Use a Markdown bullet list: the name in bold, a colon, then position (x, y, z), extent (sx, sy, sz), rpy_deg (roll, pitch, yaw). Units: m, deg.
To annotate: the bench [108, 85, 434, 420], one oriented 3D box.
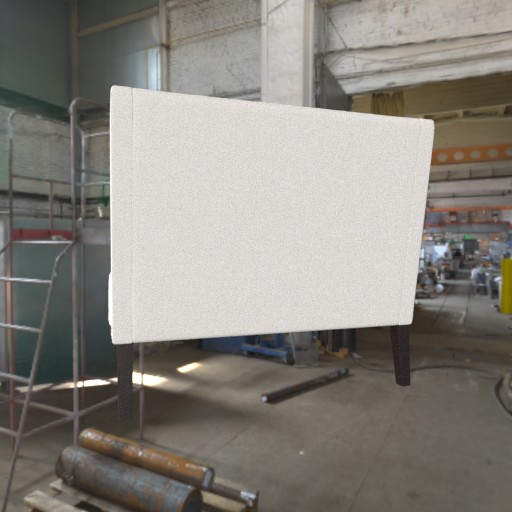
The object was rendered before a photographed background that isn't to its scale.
- **bench**: position (0.000, 0.000, 2.016), extent (1.280, 1.123, 0.847), rpy_deg (-1, 2, -18)
